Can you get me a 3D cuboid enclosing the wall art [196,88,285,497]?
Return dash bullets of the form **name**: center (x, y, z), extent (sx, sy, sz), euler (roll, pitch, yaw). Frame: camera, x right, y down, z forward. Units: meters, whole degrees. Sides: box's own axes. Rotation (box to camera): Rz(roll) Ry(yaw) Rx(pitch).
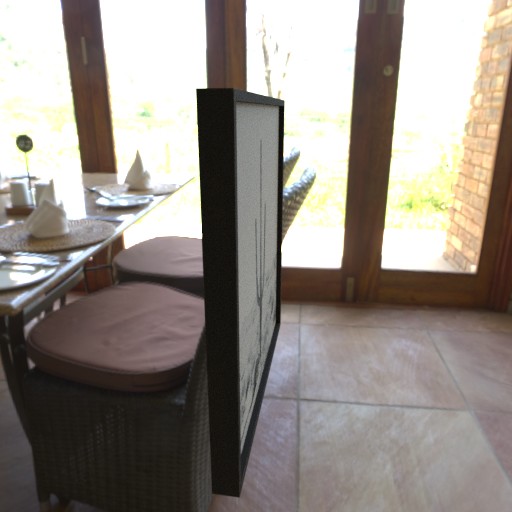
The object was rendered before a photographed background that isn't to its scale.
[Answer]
- **wall art**: center (0.000, 0.000, 0.749), extent (0.038, 0.508, 0.508), euler (3, 18, 9)
